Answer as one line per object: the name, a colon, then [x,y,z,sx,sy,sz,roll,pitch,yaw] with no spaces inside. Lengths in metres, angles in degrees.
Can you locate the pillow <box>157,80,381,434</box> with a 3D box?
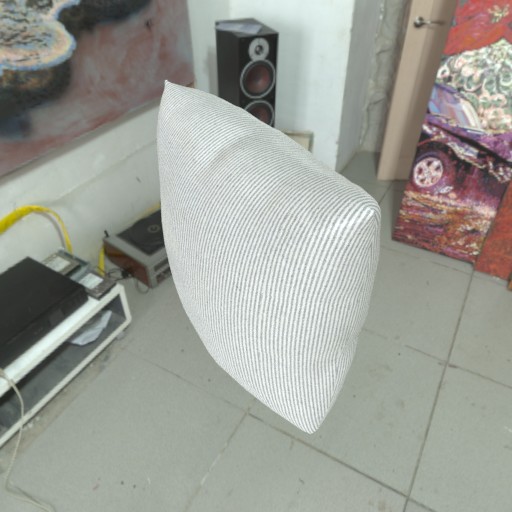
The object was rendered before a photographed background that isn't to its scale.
pillow: [0.000,0.000,0.695,0.310,0.432,0.387,0,40,0]
